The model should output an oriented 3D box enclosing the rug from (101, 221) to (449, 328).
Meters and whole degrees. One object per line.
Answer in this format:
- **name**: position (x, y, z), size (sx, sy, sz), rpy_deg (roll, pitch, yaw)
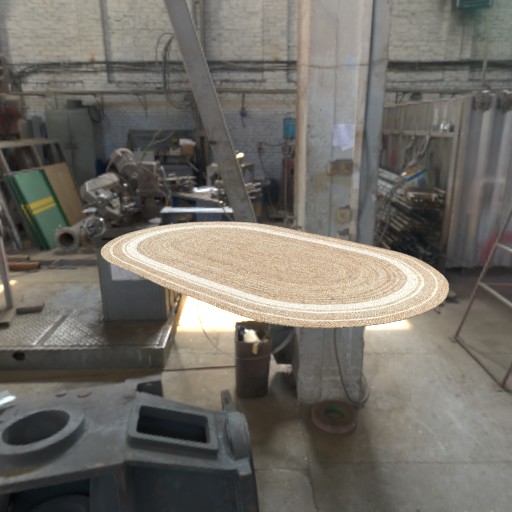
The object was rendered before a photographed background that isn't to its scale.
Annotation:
- **rug**: position (0.000, 0.000, 2.946), size (2.432, 0.006, 1.520), rpy_deg (15, 23, 42)
